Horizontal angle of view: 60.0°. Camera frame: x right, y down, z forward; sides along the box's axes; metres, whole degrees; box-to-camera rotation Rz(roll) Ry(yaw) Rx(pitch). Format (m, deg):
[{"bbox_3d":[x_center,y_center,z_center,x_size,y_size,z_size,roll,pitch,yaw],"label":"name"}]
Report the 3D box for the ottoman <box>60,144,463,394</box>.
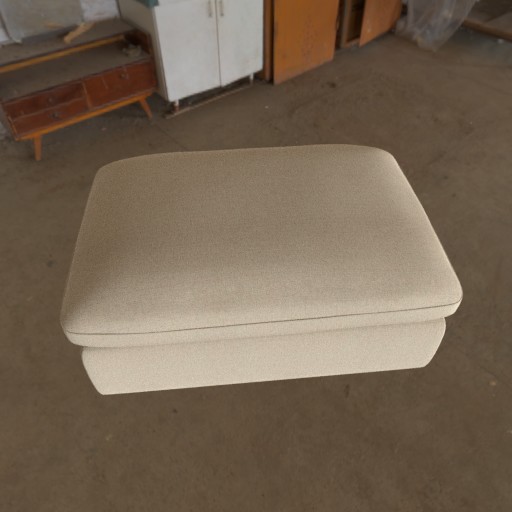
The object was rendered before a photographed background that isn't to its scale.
[{"bbox_3d":[0.000,0.000,1.360,0.984,0.453,0.686,-4,47,-4],"label":"ottoman"}]
